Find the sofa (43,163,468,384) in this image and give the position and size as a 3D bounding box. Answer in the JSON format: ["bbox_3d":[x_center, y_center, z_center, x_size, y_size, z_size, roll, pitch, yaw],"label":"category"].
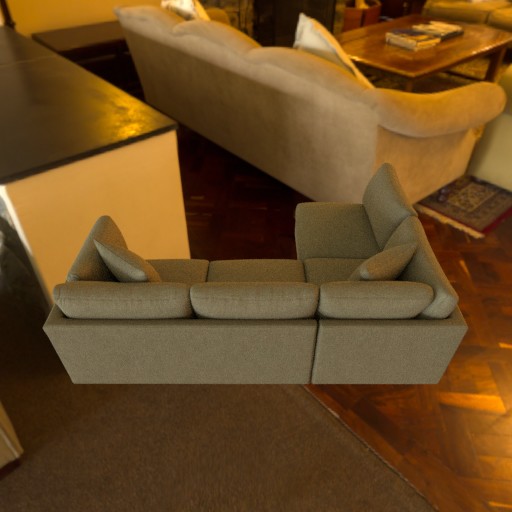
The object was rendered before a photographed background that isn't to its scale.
[{"bbox_3d":[0.000,0.000,3.885,2.896,0.978,1.994,0,40,0],"label":"sofa"}]
